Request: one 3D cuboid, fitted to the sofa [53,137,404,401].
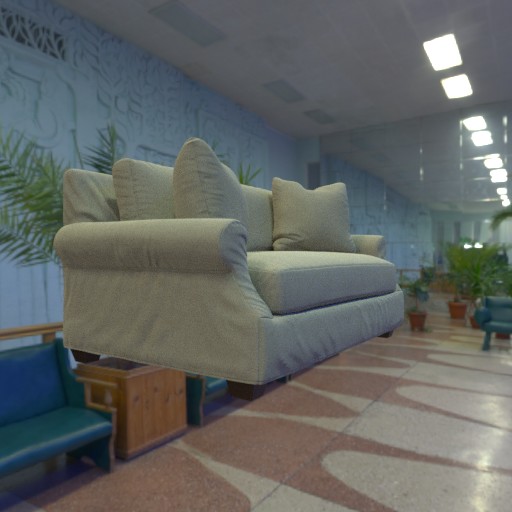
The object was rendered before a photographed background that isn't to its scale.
[{"bbox_3d":[0.000,0.000,2.190,1.070,0.905,1.550,0,0,35],"label":"sofa"}]
